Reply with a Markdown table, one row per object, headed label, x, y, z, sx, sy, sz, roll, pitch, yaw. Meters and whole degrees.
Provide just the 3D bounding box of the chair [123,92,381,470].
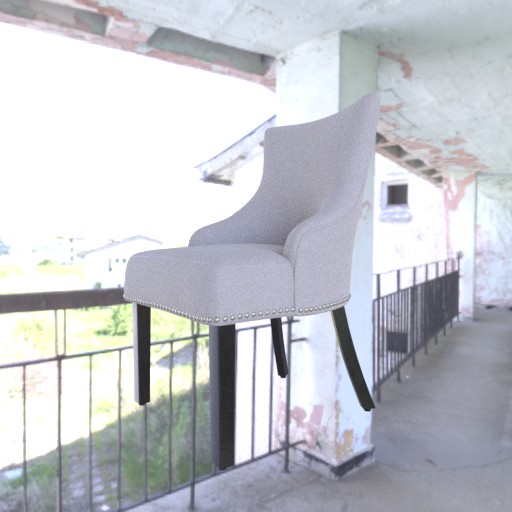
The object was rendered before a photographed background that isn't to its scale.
| label | x | y | z | sx | sy | sz | roll | pitch | yaw |
| --- | --- | --- | --- | --- | --- | --- | --- | --- | --- |
| chair | 0.000 | 0.000 | 1.295 | 0.629 | 0.909 | 0.566 | -1 | 2 | -36 |
